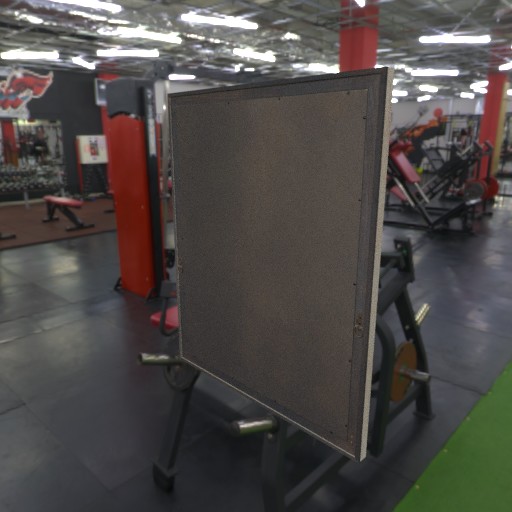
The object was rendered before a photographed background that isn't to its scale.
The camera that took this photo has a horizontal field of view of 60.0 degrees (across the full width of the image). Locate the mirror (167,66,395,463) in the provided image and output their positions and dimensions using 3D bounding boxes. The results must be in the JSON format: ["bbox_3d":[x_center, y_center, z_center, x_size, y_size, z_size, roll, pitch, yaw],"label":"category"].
[{"bbox_3d":[0.000,0.000,1.209,0.032,0.882,0.730,-14,20,-43],"label":"mirror"}]
